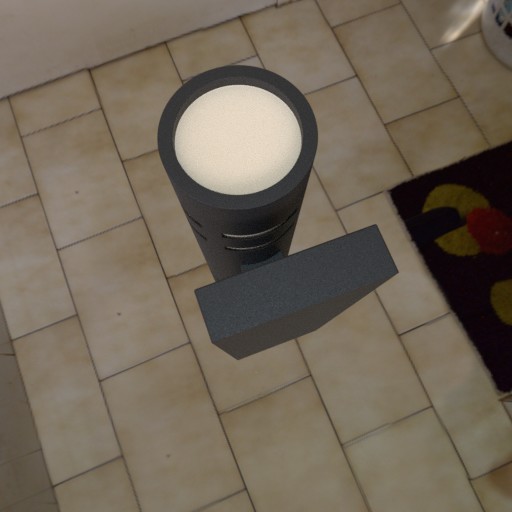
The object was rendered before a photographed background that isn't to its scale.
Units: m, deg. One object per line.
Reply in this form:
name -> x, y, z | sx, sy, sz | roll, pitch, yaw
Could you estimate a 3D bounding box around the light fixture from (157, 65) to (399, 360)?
light fixture -> 0.000, 0.000, 0.402 | 0.105, 0.330, 0.149 | -20, 76, -5
